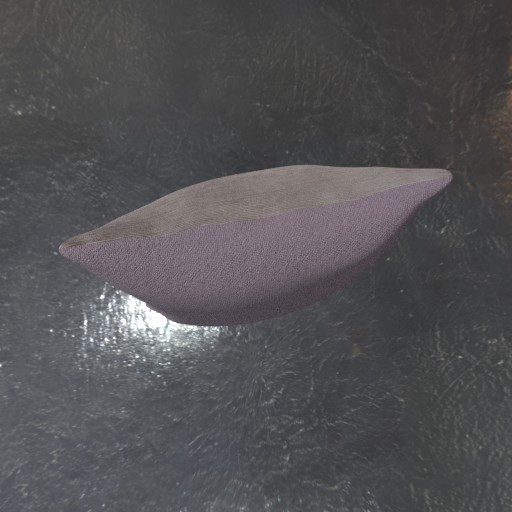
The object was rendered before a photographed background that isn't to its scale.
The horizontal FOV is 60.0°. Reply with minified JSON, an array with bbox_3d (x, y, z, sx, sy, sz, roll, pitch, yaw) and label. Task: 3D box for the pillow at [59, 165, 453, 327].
[{"bbox_3d":[0.000,0.000,0.700,0.452,0.439,0.204,-11,76,-3],"label":"pillow"}]
